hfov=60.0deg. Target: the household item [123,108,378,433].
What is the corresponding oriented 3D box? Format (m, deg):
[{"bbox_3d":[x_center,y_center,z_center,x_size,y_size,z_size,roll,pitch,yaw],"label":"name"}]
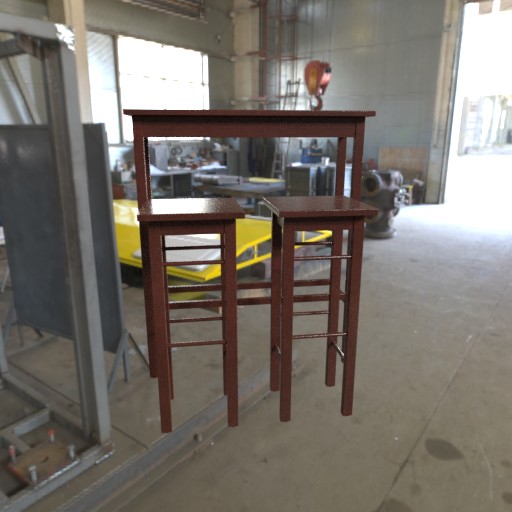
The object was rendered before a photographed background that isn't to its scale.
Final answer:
[{"bbox_3d":[0.000,0.000,1.695,0.914,1.067,0.676,-2,15,-8],"label":"household item"}]
